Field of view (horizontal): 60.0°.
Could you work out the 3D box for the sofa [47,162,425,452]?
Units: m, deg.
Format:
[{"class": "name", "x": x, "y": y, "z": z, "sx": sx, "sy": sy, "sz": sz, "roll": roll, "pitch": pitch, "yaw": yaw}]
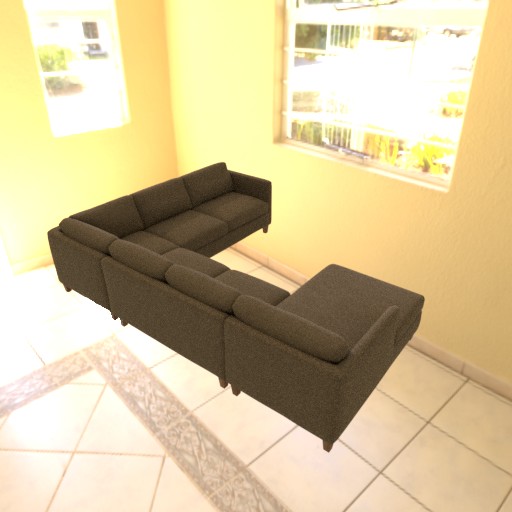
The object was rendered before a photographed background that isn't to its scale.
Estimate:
[{"class": "sofa", "x": 0.000, "y": 0.000, "z": 4.414, "sx": 3.238, "sy": 0.853, "sz": 2.551, "roll": 21, "pitch": 35, "yaw": 32}]
